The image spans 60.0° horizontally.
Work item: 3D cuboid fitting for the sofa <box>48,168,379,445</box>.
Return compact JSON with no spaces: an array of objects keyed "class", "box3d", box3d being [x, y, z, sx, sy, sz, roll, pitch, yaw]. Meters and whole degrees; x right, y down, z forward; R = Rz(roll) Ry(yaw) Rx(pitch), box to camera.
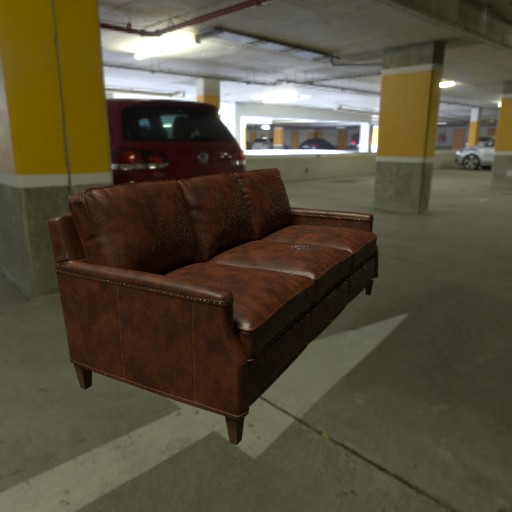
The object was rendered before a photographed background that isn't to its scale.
[{"class":"sofa","box3d":[0.000,0.000,2.830,1.084,1.003,2.240,8,16,28]}]
